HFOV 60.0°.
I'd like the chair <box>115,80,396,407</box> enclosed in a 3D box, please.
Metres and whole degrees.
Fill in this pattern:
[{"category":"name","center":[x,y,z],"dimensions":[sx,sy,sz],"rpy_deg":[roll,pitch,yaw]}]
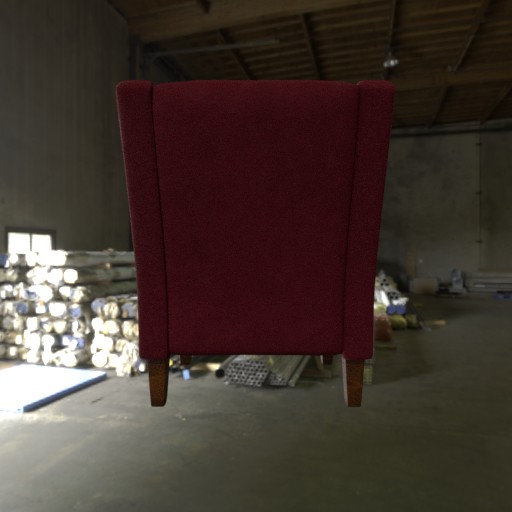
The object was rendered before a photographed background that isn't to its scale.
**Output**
[{"category":"chair","center":[0.000,0.000,1.714],"dimensions":[0.793,1.017,0.985],"rpy_deg":[0,0,0]}]
